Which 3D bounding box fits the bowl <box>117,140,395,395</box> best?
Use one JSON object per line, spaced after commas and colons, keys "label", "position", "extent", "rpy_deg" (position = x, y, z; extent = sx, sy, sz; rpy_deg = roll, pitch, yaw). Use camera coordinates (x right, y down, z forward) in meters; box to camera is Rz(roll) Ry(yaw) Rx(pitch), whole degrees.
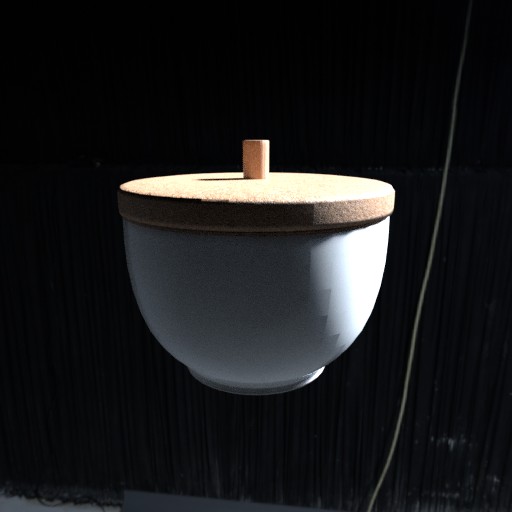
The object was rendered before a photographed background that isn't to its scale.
{"label": "bowl", "position": [0.000, 0.000, 0.219], "extent": [0.126, 0.110, 0.126], "rpy_deg": [0, 14, 0]}
